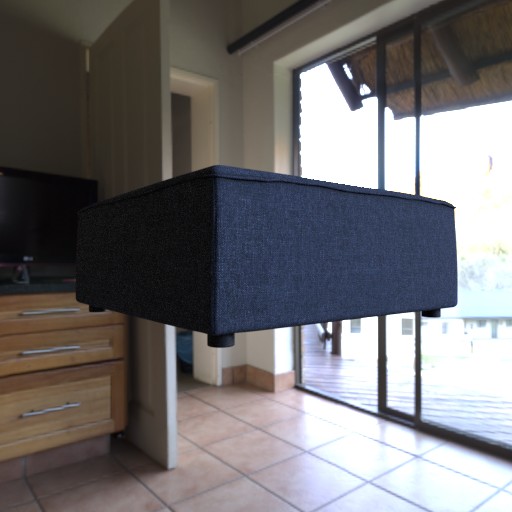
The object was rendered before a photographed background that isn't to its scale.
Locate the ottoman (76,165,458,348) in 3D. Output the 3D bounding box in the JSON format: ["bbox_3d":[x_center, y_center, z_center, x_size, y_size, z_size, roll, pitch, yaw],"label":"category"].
[{"bbox_3d":[0.000,0.000,1.617,1.017,0.423,1.023,1,-1,-37],"label":"ottoman"}]
